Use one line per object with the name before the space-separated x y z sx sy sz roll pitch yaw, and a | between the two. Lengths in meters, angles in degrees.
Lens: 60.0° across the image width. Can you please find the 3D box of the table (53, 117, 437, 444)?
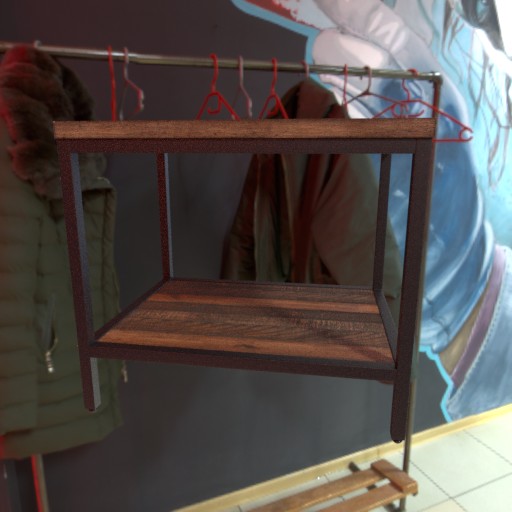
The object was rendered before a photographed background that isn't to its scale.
table | 0.000 0.000 1.090 0.678 0.612 0.524 2 14 9
